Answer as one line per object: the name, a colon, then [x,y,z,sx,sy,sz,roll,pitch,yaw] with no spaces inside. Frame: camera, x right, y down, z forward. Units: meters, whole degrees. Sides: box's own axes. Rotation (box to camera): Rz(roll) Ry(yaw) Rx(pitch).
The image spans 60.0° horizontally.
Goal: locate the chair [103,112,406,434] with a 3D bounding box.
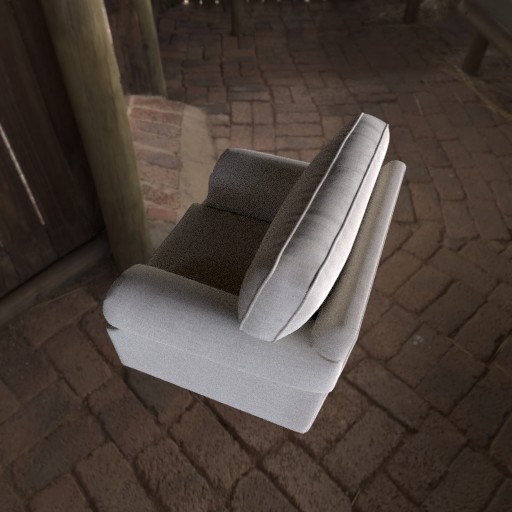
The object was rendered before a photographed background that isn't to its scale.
chair: [0.000,0.000,1.847,0.965,0.961,1.092,16,48,15]
